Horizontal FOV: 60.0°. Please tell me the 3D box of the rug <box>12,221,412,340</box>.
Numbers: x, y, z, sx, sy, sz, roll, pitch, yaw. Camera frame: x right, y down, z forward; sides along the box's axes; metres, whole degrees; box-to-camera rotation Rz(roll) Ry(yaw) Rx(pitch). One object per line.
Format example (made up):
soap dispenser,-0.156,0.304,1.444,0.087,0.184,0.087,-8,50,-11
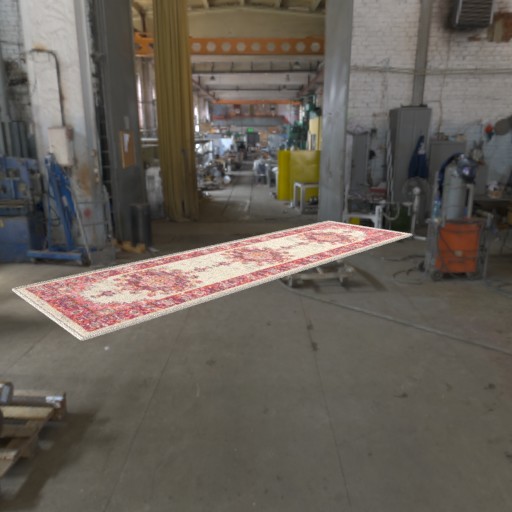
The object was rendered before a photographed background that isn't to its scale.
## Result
rug,0.000,0.000,1.955,1.824,0.009,0.562,-14,21,-43
